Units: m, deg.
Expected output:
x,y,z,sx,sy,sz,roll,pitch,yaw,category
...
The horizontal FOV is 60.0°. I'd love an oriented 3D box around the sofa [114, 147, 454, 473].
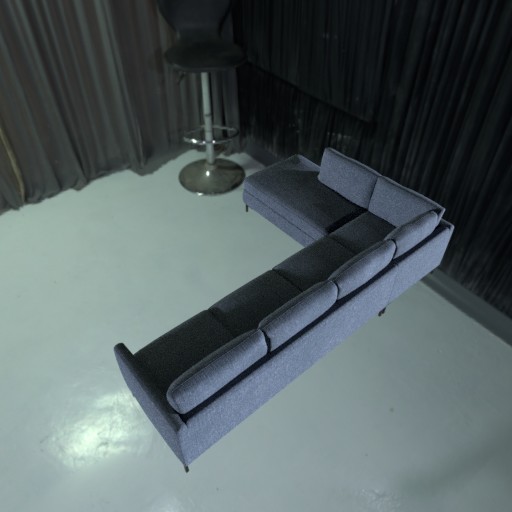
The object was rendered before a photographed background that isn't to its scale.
x,y,z,sx,sy,sz,roll,pitch,yaw,category
0.000,0.000,3.896,2.949,0.815,2.007,-30,51,-28,sofa
